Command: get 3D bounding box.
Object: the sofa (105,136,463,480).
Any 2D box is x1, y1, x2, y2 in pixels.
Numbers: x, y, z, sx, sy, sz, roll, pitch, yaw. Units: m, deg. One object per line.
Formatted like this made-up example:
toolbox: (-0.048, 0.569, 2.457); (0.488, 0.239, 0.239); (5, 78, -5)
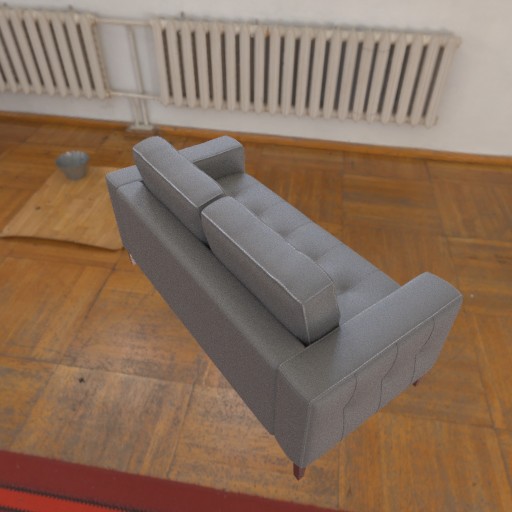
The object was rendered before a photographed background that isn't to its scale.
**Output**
sofa: (0.000, 0.000, 2.192); (0.833, 0.892, 1.726); (-26, 48, -26)
